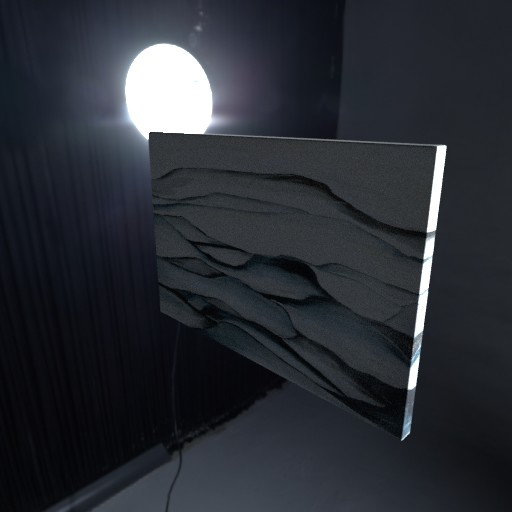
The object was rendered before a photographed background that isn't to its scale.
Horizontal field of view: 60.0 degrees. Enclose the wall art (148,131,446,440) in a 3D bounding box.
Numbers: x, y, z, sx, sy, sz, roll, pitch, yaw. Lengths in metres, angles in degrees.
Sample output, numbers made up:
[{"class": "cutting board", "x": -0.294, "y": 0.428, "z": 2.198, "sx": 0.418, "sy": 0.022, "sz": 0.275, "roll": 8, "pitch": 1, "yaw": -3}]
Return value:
[{"class": "wall art", "x": 0.000, "y": 0.000, "z": 1.168, "sx": 0.039, "sy": 0.609, "sz": 0.914, "roll": -17, "pitch": 24, "yaw": -42}]
